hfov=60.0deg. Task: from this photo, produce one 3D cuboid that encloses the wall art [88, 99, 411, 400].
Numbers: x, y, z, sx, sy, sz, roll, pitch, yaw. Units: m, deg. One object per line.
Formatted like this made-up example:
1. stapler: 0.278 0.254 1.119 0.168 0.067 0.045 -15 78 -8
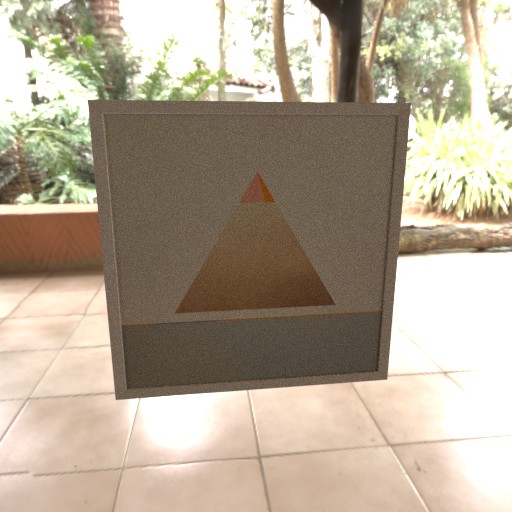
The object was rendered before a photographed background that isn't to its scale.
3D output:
1. wall art: 0.000 0.000 1.162 0.768 0.765 0.041 -2 15 -8
